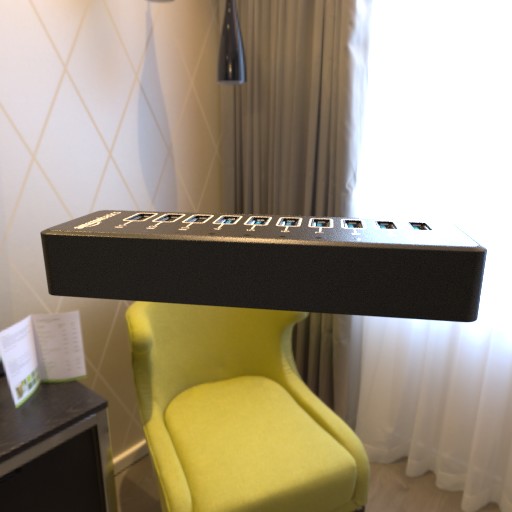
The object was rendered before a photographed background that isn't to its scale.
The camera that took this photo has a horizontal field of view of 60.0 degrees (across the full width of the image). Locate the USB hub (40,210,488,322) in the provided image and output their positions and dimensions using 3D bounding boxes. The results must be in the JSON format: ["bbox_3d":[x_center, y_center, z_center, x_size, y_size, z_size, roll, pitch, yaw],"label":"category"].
[{"bbox_3d":[0.000,0.000,0.162,0.145,0.023,0.044,3,16,9],"label":"USB hub"}]
